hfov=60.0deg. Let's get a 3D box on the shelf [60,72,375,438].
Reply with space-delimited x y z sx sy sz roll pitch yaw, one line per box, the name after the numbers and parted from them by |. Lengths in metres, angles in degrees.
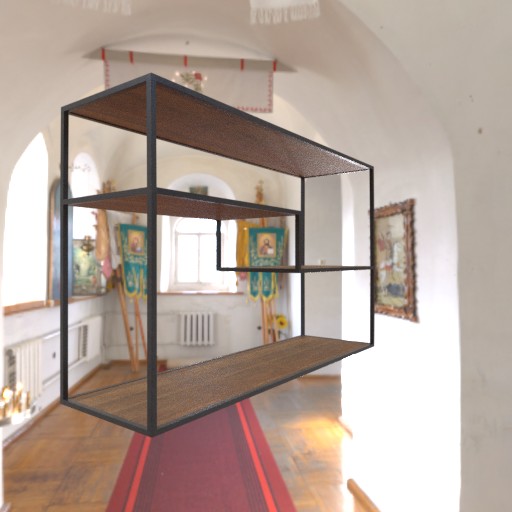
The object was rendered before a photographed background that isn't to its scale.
0.000 0.000 1.514 0.361 0.765 1.201 0 0 37 | shelf
